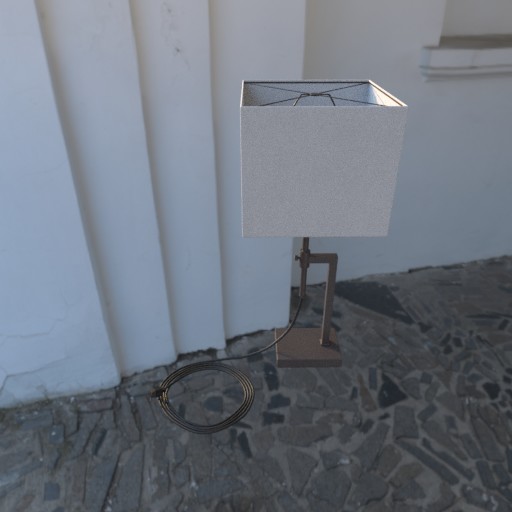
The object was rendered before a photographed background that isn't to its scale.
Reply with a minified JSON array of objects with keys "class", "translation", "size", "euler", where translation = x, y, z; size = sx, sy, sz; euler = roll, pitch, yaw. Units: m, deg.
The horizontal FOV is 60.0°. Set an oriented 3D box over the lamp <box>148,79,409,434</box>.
[{"class":"lamp","translation":[0.000,0.000,0.963],"size":[0.504,0.660,0.399],"euler":[0,30,-1]}]
